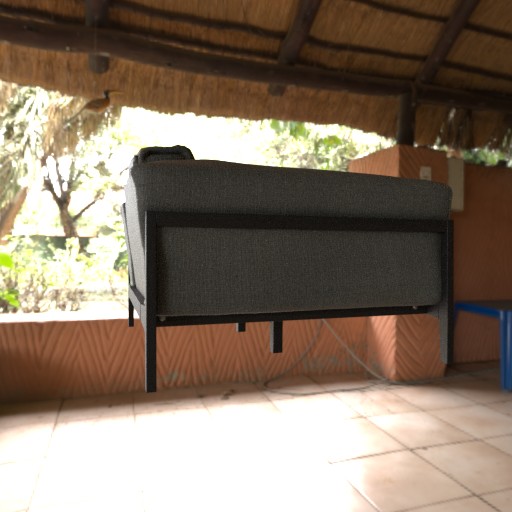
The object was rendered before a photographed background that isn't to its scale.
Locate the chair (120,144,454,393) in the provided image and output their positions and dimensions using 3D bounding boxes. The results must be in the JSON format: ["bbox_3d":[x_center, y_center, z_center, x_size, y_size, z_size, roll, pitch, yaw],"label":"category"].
[{"bbox_3d":[0.000,0.000,1.683,0.969,0.646,1.056,0,0,-18],"label":"chair"}]
